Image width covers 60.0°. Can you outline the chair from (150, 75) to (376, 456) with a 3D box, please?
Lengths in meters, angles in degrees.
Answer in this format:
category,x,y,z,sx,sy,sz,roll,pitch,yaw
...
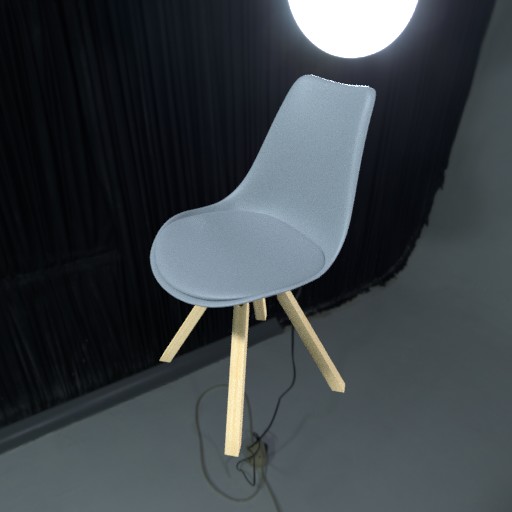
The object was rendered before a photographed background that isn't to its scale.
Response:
category,x,y,z,sx,sy,sz,roll,pitch,yaw
chair,0.000,0.000,1.202,0.549,0.850,0.485,-19,36,-29
